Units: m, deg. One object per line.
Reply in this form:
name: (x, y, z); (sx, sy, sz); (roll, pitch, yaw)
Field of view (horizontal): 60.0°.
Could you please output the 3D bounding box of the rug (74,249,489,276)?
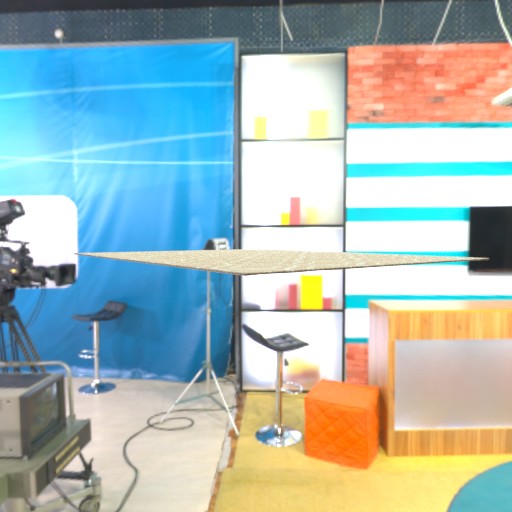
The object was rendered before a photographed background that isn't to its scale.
rug: (0.000, 0.000, 3.857); (2.286, 0.013, 2.894); (-2, 3, -37)
